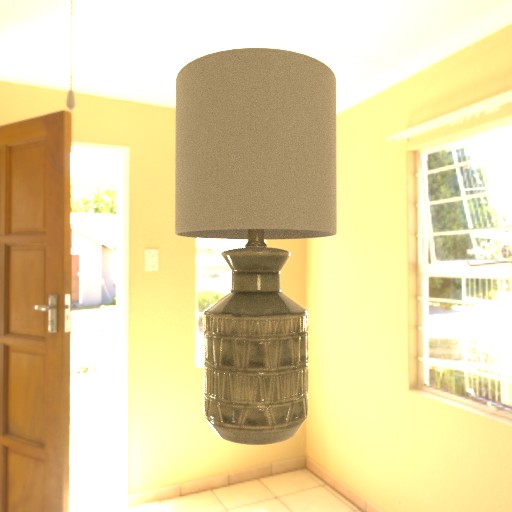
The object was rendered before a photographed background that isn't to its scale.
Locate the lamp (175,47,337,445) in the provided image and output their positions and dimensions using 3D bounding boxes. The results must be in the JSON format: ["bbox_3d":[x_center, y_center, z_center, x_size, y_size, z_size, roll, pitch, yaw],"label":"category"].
[{"bbox_3d":[0.000,0.000,0.588,0.211,0.455,0.211,1,-1,-35],"label":"lamp"}]
